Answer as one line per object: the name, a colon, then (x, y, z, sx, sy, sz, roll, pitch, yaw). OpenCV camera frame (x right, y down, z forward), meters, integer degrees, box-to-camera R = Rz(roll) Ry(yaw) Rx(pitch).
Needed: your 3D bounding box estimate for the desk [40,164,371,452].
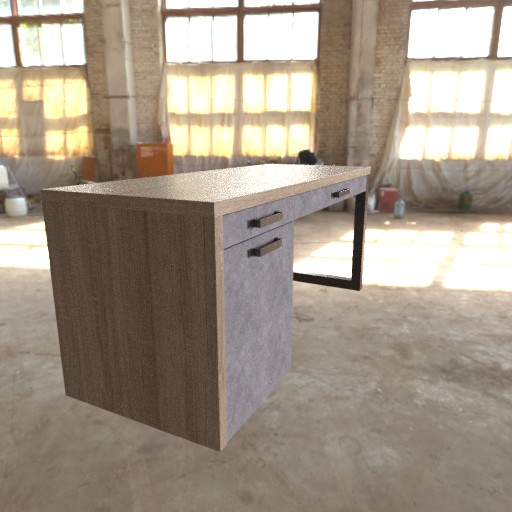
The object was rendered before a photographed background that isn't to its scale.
desk: (0.000, 0.000, 2.104, 0.690, 0.760, 1.700, 7, 17, 26)
